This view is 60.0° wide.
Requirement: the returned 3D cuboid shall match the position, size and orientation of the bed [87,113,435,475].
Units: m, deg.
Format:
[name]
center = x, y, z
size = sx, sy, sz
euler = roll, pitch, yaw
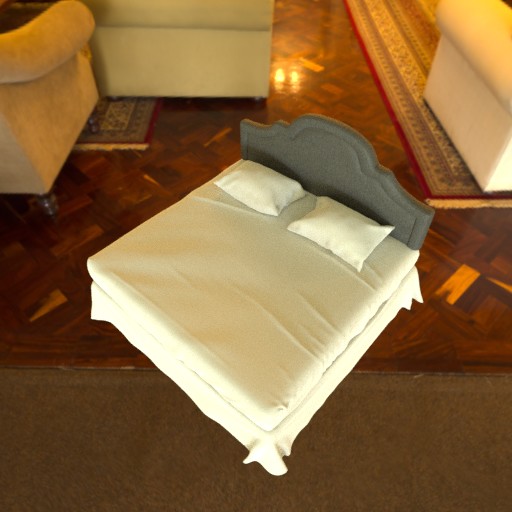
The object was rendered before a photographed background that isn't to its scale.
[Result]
[bed]
center = 0.000, 0.000, 3.626
size = 2.303, 1.631, 2.222
euler = 33, 56, 27
